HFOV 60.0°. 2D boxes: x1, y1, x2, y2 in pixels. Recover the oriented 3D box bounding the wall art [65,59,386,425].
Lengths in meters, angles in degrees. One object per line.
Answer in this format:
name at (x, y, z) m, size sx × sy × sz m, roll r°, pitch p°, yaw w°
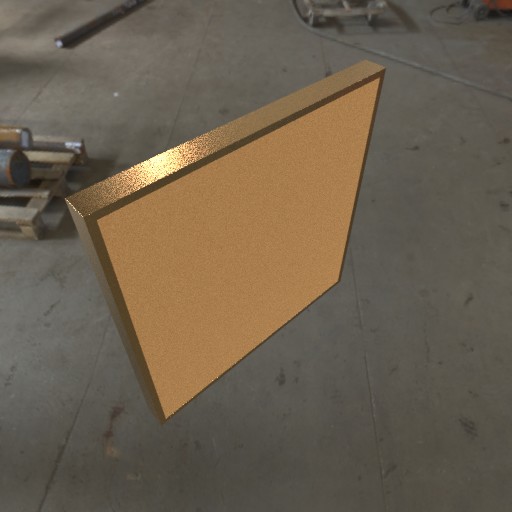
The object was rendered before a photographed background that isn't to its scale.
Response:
wall art at (0.000, 0.000, 0.757) m, size 0.509 × 0.509 × 0.040 m, roll -34°, pitch 55°, yaw -28°
